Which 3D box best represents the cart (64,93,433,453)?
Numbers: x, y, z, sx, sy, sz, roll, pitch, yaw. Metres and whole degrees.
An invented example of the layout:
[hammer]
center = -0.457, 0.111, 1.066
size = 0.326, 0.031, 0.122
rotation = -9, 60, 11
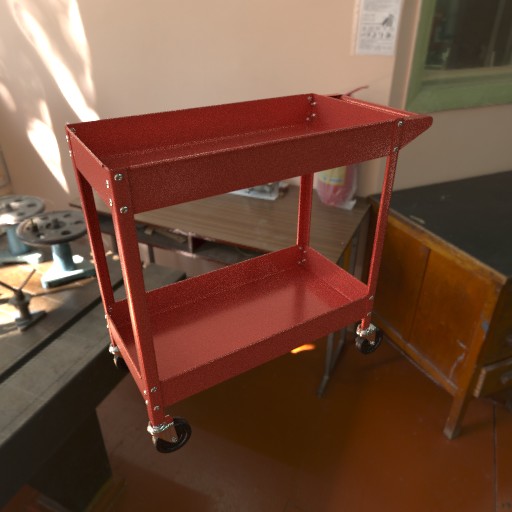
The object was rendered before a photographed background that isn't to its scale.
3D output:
[cart]
center = 0.000, 0.000, 1.174
size = 0.779, 0.719, 0.366
rotation = -17, 35, -27
